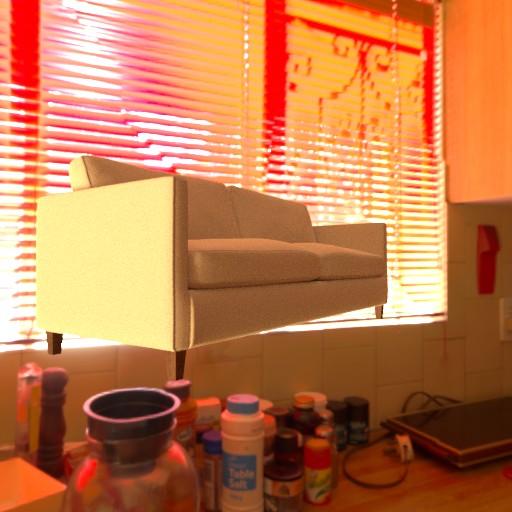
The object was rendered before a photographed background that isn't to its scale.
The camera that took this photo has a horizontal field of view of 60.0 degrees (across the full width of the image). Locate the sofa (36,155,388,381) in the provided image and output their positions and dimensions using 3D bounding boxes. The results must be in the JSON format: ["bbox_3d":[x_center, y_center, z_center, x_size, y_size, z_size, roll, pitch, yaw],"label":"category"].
[{"bbox_3d":[0.000,0.000,2.798,0.951,0.962,2.361,-1,-1,35],"label":"sofa"}]
